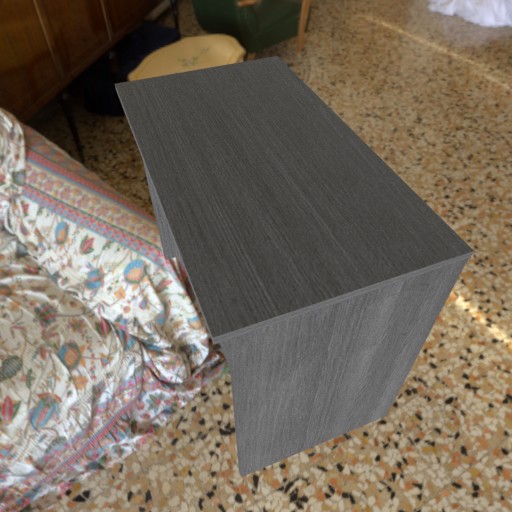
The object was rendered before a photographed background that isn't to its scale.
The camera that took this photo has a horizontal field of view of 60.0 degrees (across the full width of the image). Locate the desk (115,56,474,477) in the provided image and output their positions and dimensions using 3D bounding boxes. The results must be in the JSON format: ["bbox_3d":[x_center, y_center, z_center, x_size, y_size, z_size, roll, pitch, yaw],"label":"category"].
[{"bbox_3d":[0.000,0.000,1.289,0.498,0.724,0.893,-16,49,-15],"label":"desk"}]
